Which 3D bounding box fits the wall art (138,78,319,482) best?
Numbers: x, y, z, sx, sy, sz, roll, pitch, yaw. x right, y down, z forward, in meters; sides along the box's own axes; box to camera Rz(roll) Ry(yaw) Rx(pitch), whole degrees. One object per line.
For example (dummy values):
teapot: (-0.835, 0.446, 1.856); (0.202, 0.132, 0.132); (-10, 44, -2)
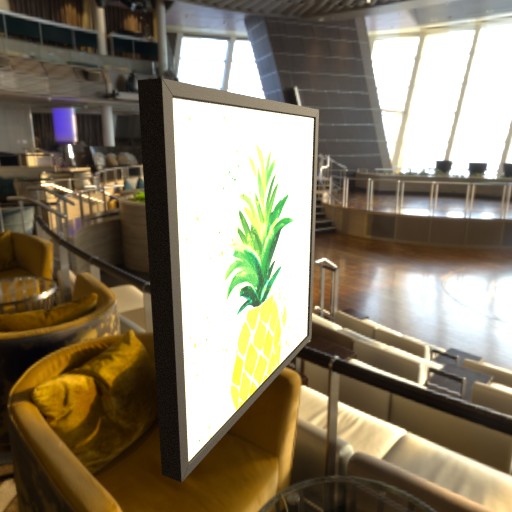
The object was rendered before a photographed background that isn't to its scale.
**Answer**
wall art: (0.000, 0.000, 0.758); (0.033, 0.507, 0.508); (7, 16, 26)
